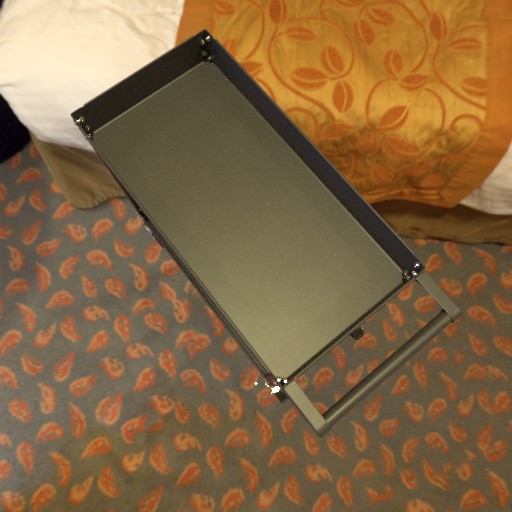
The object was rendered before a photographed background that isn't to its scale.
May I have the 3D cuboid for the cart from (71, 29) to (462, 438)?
[{"bbox_3d":[0.000,0.000,1.171,0.366,0.719,0.779,-37,77,-10],"label":"cart"}]
